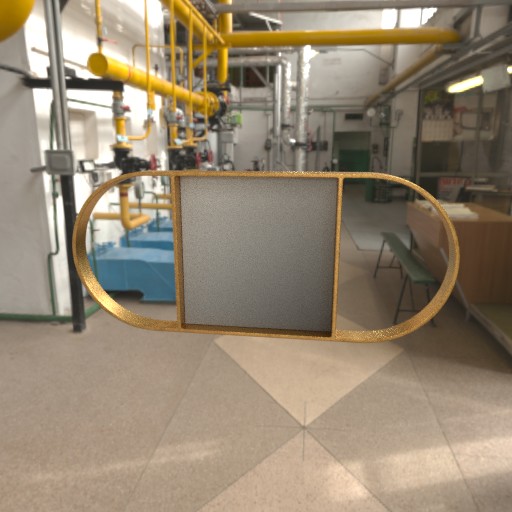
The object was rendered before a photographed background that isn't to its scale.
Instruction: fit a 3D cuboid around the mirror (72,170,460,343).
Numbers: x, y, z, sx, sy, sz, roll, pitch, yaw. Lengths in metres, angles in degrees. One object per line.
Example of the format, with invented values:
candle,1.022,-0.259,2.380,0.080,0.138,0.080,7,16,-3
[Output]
mirror,0.000,0.000,0.679,0.584,0.254,0.032,2,14,8
